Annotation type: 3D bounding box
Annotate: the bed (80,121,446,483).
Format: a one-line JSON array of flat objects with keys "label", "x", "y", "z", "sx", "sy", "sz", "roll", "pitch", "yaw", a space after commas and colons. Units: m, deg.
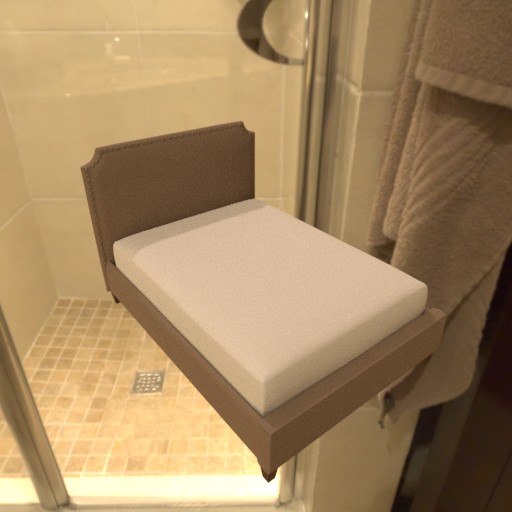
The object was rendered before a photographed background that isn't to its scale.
[{"label": "bed", "x": 0.000, "y": 0.000, "z": 3.446, "sx": 1.713, "sy": 1.443, "sz": 2.372, "roll": -22, "pitch": 37, "yaw": -32}]
